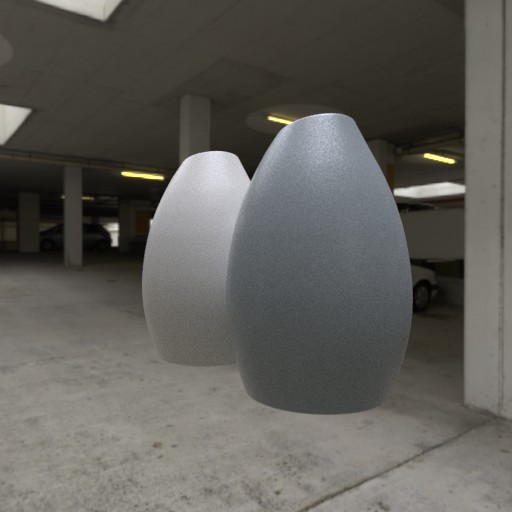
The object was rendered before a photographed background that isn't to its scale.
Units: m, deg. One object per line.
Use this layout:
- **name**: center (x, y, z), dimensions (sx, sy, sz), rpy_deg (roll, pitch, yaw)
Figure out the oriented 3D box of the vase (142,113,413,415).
- **vase**: center (0.000, 0.000, 0.257), dimensions (0.089, 0.131, 0.187), rpy_deg (0, 1, -38)
